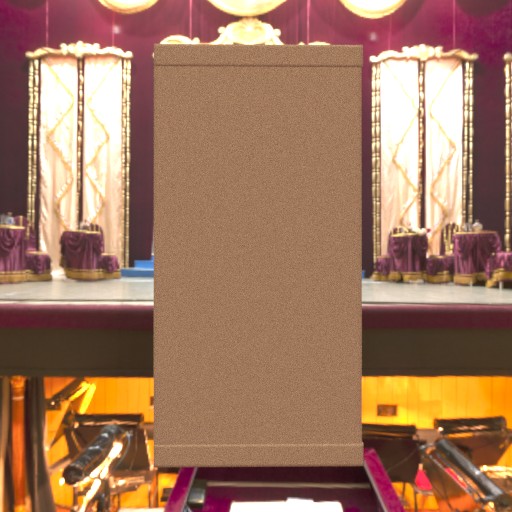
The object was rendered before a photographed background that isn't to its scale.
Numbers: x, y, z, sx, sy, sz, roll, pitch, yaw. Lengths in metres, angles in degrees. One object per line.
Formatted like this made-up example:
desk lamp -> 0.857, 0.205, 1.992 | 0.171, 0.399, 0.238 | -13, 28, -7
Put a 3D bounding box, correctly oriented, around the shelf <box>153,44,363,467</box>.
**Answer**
shelf -> 0.000, 0.000, 1.220 | 0.390, 0.786, 0.790 | 0, 0, -1
